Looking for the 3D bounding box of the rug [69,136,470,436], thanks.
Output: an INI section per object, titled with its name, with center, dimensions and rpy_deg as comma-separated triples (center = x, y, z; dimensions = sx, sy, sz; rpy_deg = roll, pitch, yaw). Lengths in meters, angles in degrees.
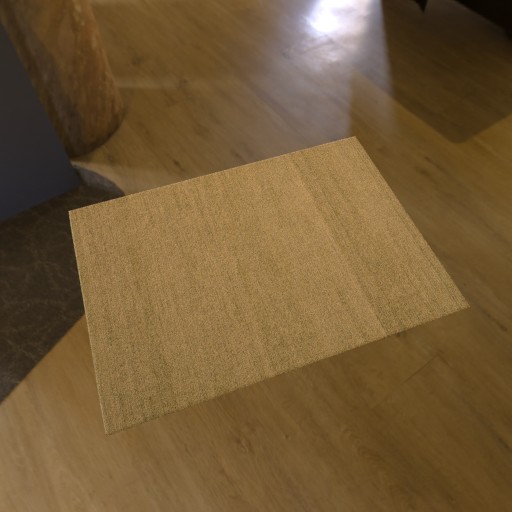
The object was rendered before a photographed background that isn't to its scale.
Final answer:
[rug]
center = 0.000, 0.000, 5.141
dimensions = 3.935, 0.025, 2.782
rpy_deg = -17, 59, -10
